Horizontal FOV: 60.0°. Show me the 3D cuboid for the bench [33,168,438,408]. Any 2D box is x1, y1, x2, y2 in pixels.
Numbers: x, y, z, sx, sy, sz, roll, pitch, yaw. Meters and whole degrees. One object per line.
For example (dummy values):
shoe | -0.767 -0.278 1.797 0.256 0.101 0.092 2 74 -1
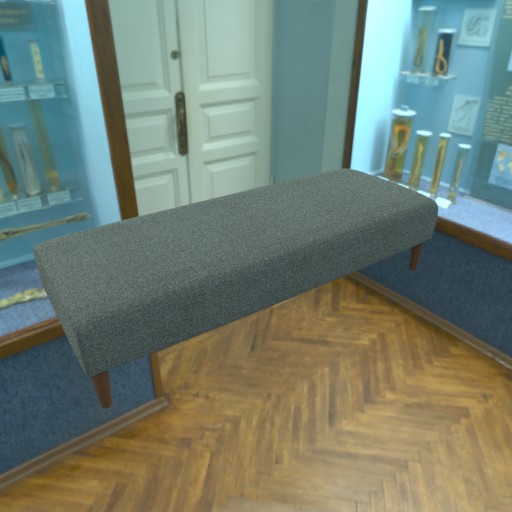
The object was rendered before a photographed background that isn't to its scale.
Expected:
bench | 0.000 0.000 1.876 1.598 0.384 0.631 -18 34 -30
